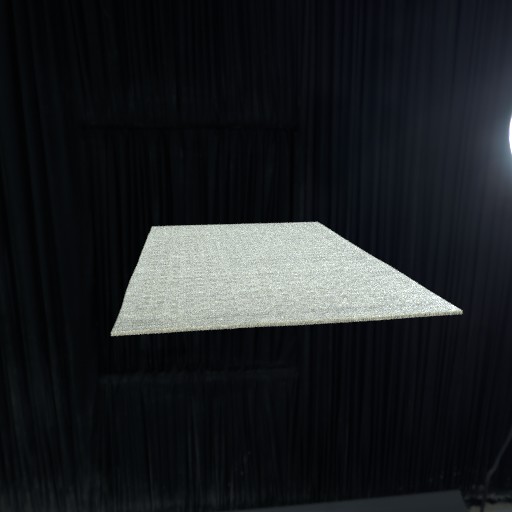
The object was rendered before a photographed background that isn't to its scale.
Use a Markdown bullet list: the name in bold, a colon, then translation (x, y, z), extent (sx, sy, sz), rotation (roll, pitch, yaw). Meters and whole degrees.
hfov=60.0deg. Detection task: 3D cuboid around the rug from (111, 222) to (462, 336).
- **rug**: translation (0.000, 0.000, 2.968), extent (1.532, 0.018, 2.297), rotation (-2, 15, -8)
